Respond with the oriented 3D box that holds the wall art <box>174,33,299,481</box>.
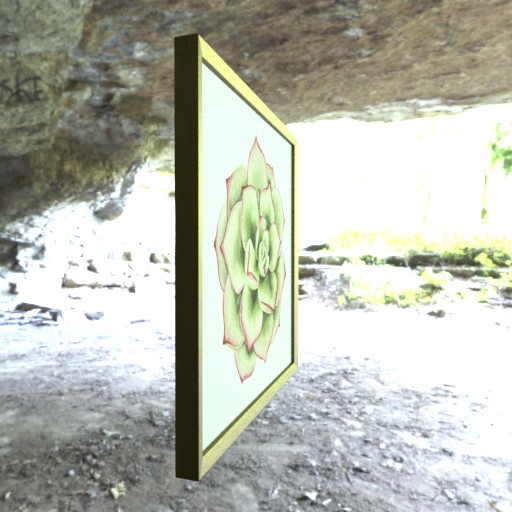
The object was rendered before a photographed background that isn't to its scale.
[{"bbox_3d":[0.000,0.000,0.742,0.031,0.506,0.503,0,1,18],"label":"wall art"}]
